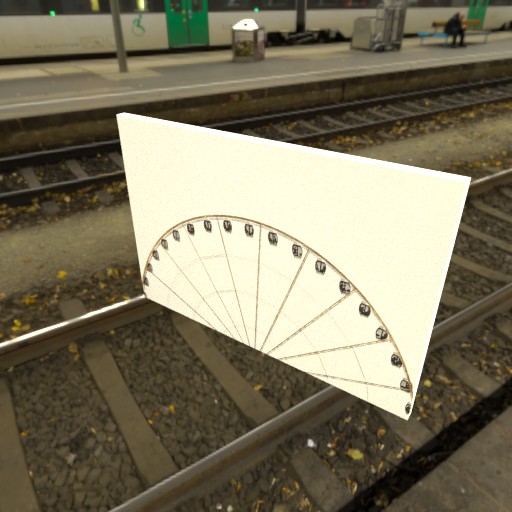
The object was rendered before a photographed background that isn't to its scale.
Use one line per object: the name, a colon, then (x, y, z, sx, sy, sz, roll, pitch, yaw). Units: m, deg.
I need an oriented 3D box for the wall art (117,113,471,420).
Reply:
wall art: (0.000, 0.000, 1.452, 1.144, 0.767, 0.038, 19, 35, 29)
